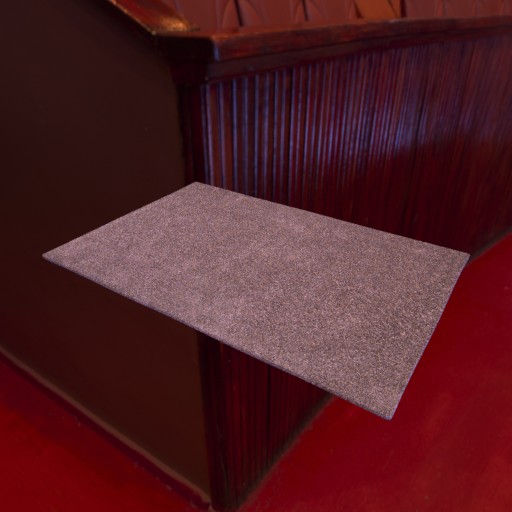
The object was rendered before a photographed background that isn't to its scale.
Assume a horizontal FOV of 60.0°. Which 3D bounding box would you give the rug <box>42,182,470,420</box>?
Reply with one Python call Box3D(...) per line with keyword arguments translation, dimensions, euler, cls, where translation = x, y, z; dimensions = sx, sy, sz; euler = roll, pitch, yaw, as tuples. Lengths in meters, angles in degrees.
Box3D(translation=(0.000, 0.000, 3.357), dimensions=(2.699, 0.026, 1.802), euler=(19, 36, 28), cls="rug")
